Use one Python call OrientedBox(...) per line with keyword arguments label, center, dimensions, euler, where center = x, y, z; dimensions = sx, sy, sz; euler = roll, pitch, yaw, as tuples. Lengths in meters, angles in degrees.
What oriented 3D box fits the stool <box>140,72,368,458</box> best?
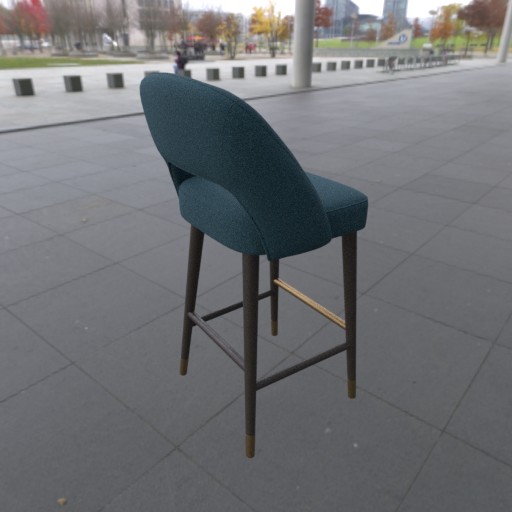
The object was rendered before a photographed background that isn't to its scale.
OrientedBox(label="stool", center=(0.000, 0.000, 1.329), dimensions=(0.522, 1.032, 0.536), euler=(-17, 30, -31))
